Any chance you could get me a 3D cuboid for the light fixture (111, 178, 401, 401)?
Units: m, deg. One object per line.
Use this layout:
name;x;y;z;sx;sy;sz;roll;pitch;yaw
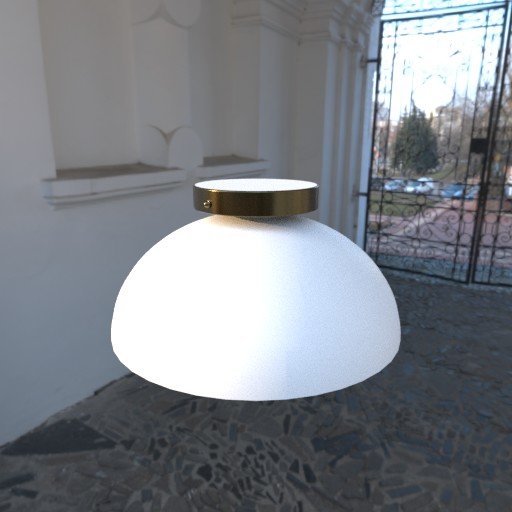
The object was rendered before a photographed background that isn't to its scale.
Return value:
light fixture;0.000;0.000;0.549;0.355;0.177;0.355;0;15;0
